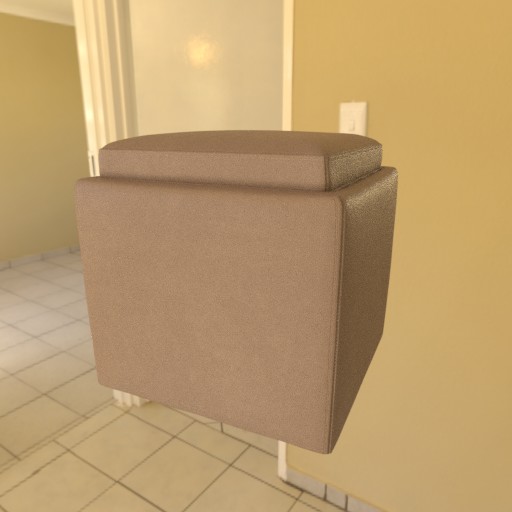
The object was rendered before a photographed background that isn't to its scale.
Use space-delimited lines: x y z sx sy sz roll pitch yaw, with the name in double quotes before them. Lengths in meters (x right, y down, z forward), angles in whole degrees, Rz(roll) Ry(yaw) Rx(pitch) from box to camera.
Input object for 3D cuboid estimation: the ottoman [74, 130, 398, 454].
"ottoman" 0.000 0.000 0.843 0.450 0.460 0.451 8 18 24
